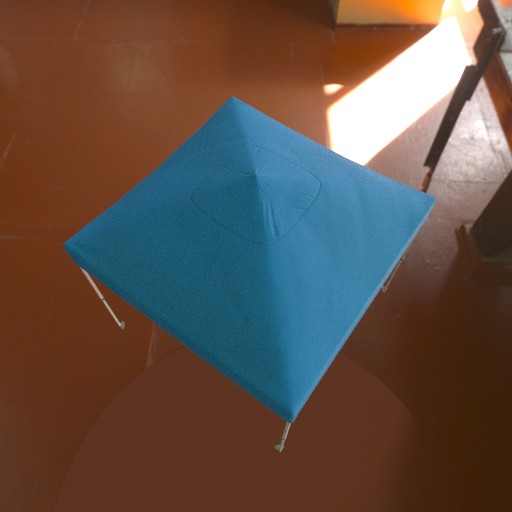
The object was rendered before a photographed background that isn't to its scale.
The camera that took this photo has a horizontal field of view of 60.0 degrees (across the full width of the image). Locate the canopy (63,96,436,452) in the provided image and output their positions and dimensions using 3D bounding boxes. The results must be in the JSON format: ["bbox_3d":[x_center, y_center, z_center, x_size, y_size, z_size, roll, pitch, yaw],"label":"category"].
[{"bbox_3d":[0.000,0.000,5.550,2.998,2.997,2.996,32,64,18],"label":"canopy"}]
